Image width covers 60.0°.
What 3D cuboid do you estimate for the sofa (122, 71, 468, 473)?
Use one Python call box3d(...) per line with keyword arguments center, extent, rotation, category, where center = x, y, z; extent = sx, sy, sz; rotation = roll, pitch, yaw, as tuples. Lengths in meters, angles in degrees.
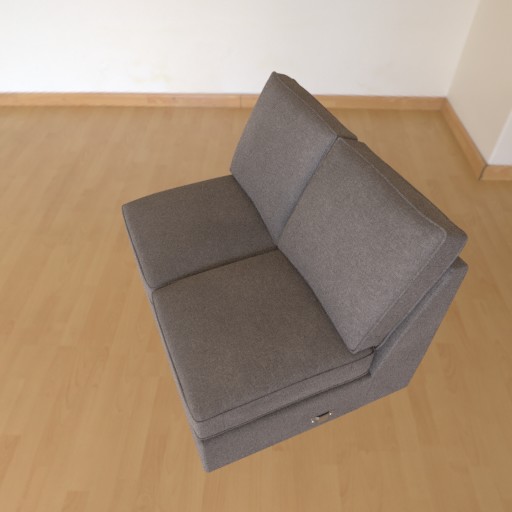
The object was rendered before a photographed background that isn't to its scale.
box3d(center=(0.000, 0.000, 1.891), extent=(0.951, 1.008, 1.237), rotation=(-17, 48, -16), category="sofa")
